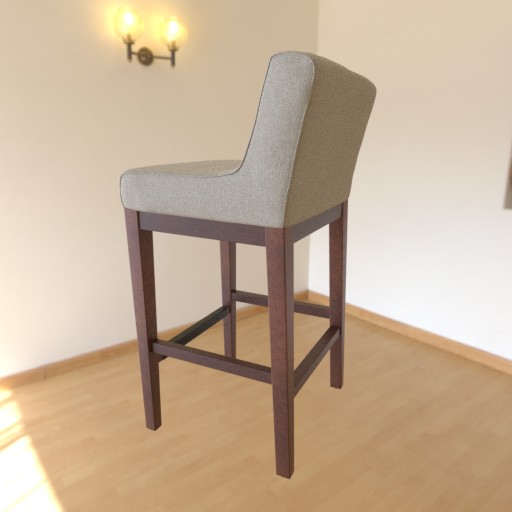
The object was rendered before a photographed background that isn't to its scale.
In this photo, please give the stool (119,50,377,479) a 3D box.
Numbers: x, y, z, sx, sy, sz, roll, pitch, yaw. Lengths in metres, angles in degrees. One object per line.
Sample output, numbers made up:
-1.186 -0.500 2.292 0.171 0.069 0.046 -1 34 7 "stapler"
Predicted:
0.000 0.000 1.207 0.500 0.937 0.511 7 17 25 "stool"
